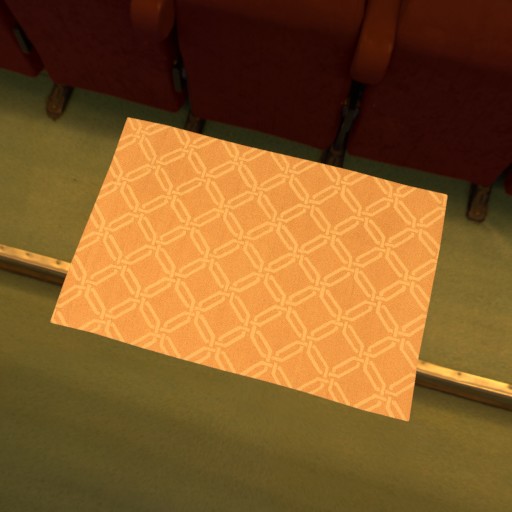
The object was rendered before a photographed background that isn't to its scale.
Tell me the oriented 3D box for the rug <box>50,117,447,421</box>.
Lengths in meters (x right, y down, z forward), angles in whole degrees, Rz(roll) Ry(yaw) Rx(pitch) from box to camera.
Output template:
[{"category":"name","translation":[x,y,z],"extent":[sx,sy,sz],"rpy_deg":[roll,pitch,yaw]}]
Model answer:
[{"category":"rug","translation":[0.000,0.000,2.193],"extent":[1.745,0.010,1.146],"rpy_deg":[14,76,4]}]
